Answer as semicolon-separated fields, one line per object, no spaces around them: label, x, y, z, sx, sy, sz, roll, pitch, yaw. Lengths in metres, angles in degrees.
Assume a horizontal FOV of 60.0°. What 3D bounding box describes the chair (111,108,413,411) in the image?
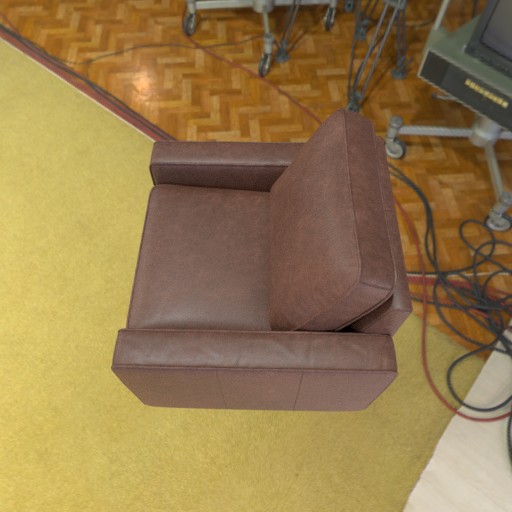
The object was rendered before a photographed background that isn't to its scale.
chair;0.000;0.000;1.739;0.940;0.919;1.017;1;59;1
